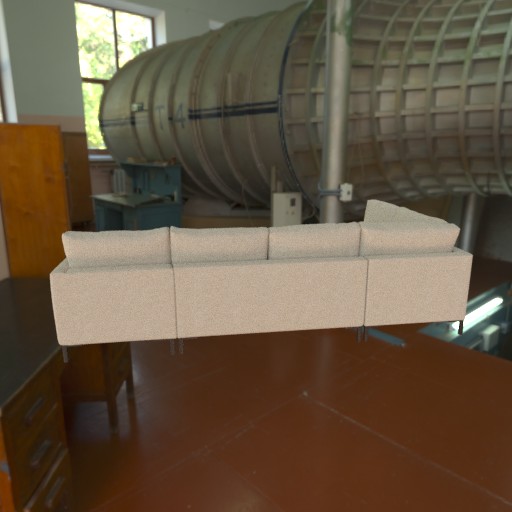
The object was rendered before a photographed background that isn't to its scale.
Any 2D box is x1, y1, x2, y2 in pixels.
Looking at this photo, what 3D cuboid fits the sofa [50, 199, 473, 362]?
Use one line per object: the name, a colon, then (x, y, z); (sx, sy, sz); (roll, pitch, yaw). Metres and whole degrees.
sofa: (0.000, 0.000, 3.975); (2.984, 0.862, 1.989); (-2, 14, -9)
